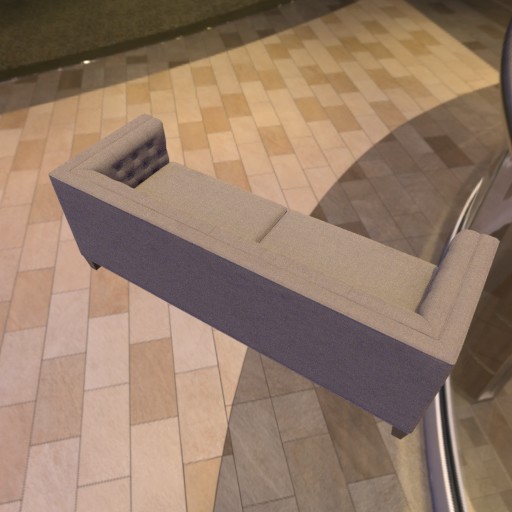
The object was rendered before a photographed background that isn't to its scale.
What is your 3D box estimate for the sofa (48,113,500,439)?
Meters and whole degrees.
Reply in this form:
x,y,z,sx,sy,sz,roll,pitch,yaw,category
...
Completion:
x,y,z,sx,sy,sz,roll,pitch,yaw,category
0.000,0.000,2.465,2.159,0.762,0.775,25,51,21,sofa
